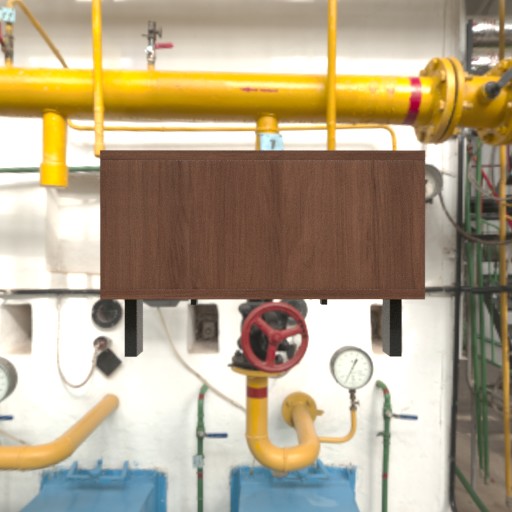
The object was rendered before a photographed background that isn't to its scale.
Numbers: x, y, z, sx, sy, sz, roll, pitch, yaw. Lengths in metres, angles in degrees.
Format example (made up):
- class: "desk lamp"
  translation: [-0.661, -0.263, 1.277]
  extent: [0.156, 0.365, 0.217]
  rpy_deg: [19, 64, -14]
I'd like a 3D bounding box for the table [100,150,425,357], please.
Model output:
- class: "table"
  translation: [0.000, 0.000, 1.298]
  extent: [0.600, 0.380, 1.020]
  rpy_deg: [0, 0, 0]
